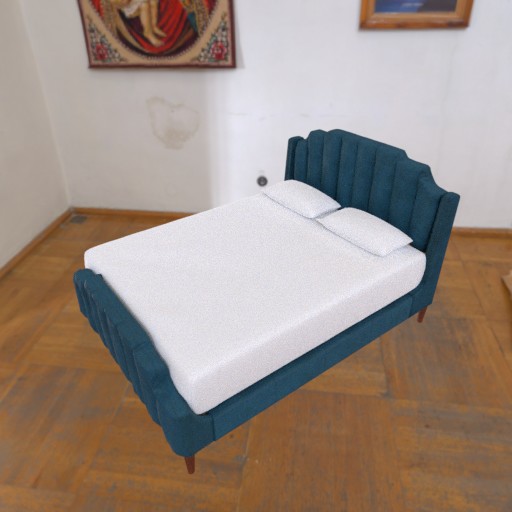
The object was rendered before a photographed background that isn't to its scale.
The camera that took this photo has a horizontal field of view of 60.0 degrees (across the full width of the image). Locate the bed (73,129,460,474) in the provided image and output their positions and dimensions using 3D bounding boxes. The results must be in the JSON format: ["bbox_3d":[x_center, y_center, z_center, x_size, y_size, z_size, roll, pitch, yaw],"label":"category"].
[{"bbox_3d":[0.000,0.000,3.294,2.322,1.351,1.676,-22,39,-31],"label":"bed"}]
